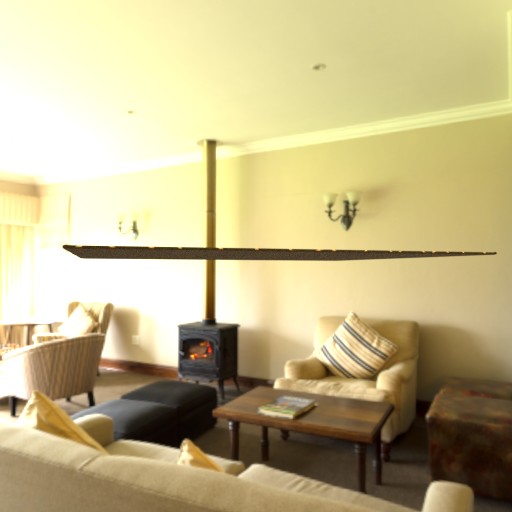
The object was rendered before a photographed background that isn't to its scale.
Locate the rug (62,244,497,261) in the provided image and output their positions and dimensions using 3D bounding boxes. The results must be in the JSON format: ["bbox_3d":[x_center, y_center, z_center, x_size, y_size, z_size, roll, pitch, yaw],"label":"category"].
[{"bbox_3d":[0.000,0.000,4.002,3.047,0.022,2.439,1,-2,-19],"label":"rug"}]
